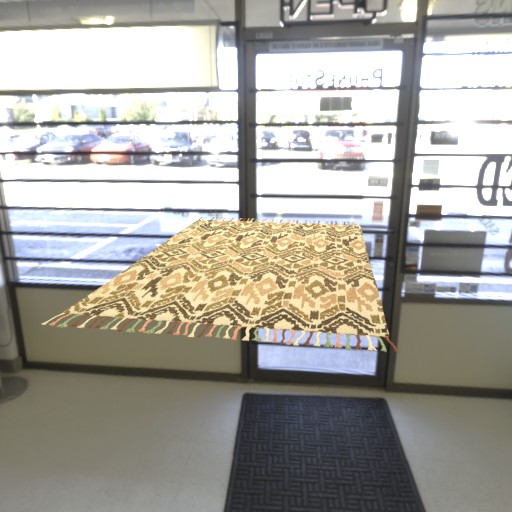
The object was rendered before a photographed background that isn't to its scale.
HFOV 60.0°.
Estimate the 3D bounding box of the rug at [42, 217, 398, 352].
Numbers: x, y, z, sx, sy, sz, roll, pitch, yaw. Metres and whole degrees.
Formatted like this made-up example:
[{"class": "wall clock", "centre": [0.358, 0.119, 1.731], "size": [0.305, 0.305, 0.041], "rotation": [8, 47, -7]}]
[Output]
[{"class": "rug", "centre": [0.000, 0.000, 2.979], "size": [1.524, 0.008, 2.438], "rotation": [3, 17, 9]}]
